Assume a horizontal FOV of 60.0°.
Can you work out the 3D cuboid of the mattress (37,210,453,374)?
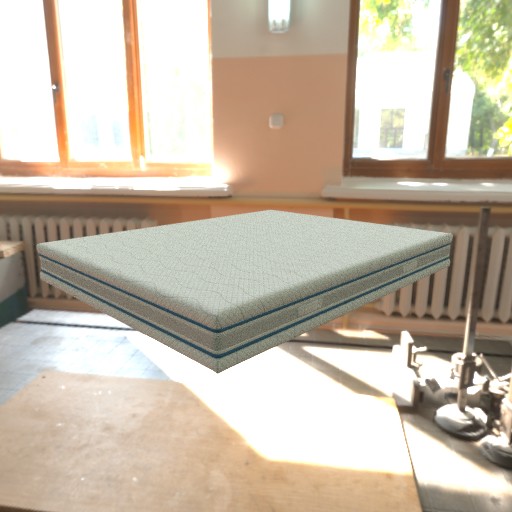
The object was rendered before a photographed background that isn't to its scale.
[{"bbox_3d":[0.000,0.000,2.729,1.600,0.230,2.000,13,19,43],"label":"mattress"}]
